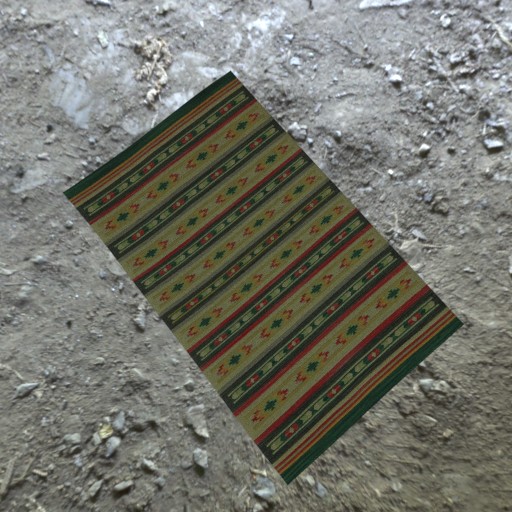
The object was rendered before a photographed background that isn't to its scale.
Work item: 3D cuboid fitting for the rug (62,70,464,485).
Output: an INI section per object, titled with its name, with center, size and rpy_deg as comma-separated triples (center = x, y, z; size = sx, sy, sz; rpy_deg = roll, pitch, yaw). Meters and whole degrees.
[rug]
center = 0.000, 0.000, 3.006
size = 1.520, 0.011, 2.447
rpy_deg = -39, 80, -8
